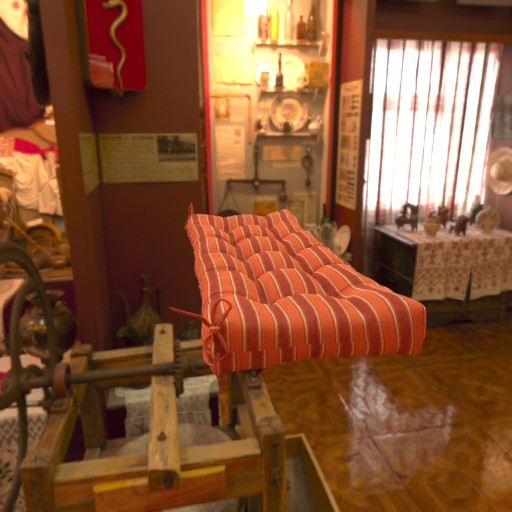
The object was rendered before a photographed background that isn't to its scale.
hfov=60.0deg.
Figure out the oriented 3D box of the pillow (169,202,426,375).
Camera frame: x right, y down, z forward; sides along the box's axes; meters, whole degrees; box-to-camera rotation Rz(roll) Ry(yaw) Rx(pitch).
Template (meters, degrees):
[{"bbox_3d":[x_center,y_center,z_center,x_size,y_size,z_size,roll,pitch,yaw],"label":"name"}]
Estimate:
[{"bbox_3d":[0.000,0.000,1.371,0.511,0.174,1.194,-3,16,-10],"label":"pillow"}]
